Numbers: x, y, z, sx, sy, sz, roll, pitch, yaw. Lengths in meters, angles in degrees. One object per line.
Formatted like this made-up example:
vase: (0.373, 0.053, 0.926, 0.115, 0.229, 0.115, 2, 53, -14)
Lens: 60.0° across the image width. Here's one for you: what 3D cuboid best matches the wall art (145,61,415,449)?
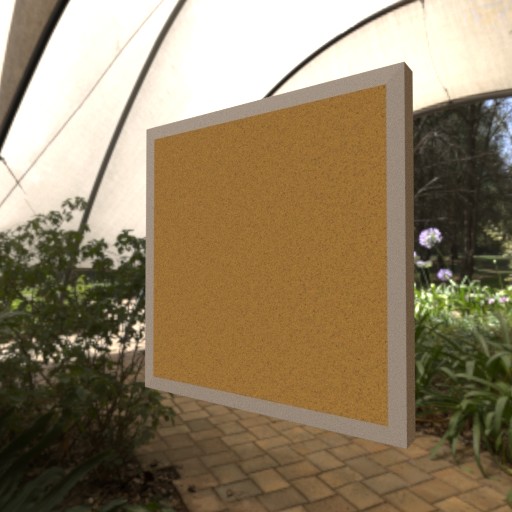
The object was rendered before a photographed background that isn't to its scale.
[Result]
wall art: (0.000, 0.000, 1.887, 1.289, 1.291, 0.098, -1, -1, 35)
